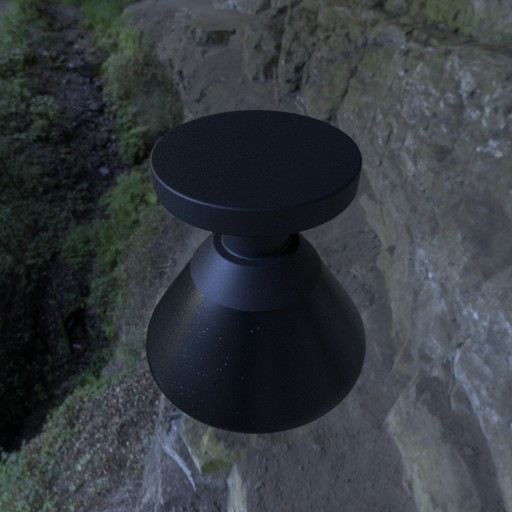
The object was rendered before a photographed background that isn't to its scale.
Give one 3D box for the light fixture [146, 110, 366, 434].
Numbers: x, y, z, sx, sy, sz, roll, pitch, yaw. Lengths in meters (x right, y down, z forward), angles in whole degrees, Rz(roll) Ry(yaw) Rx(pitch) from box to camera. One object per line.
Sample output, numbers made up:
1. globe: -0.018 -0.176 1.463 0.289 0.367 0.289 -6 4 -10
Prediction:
1. light fixture: 0.000 0.000 0.352 0.200 0.183 0.200 0 40 0
